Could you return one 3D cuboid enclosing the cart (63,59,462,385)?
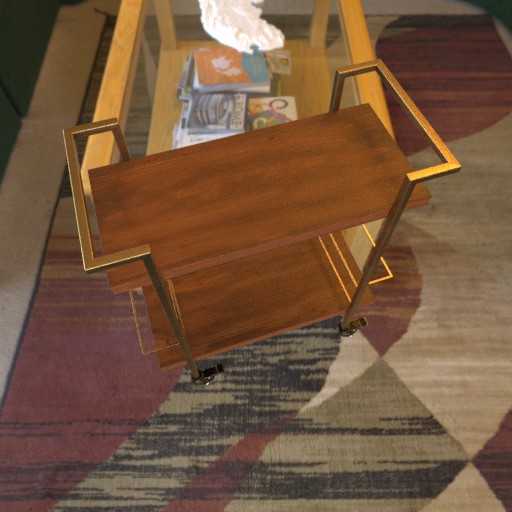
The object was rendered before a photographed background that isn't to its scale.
[{"bbox_3d":[0.000,0.000,1.183,0.695,0.807,0.364,-16,61,-9],"label":"cart"}]
